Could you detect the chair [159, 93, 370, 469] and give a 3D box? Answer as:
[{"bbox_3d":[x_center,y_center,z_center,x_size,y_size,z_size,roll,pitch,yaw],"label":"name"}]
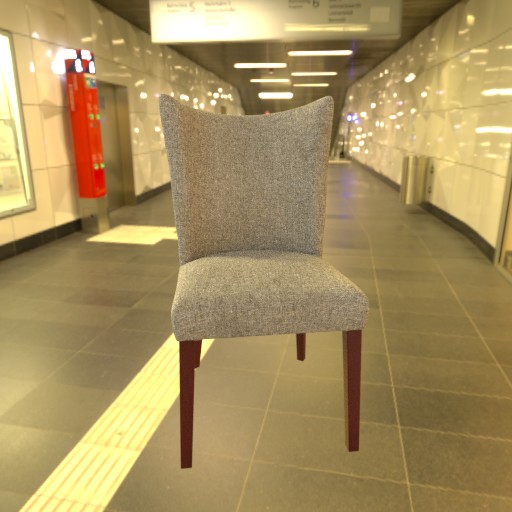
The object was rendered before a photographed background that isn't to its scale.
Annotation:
[{"bbox_3d":[0.000,0.000,1.312,0.535,0.924,0.623,-2,16,-8],"label":"chair"}]
